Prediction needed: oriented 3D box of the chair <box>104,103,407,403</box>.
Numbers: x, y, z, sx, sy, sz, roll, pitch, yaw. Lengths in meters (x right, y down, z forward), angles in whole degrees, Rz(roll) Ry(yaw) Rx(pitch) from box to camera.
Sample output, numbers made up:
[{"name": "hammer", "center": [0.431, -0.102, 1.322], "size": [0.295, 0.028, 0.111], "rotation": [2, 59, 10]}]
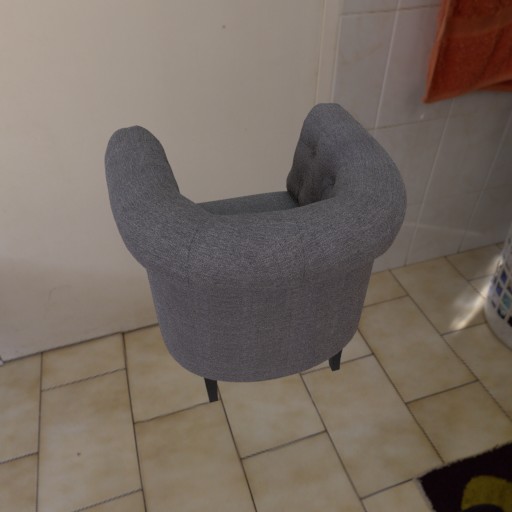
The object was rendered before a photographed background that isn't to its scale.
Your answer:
[{"name": "chair", "center": [0.000, 0.000, 1.598], "size": [0.905, 0.827, 0.852], "rotation": [-11, 43, -12]}]
